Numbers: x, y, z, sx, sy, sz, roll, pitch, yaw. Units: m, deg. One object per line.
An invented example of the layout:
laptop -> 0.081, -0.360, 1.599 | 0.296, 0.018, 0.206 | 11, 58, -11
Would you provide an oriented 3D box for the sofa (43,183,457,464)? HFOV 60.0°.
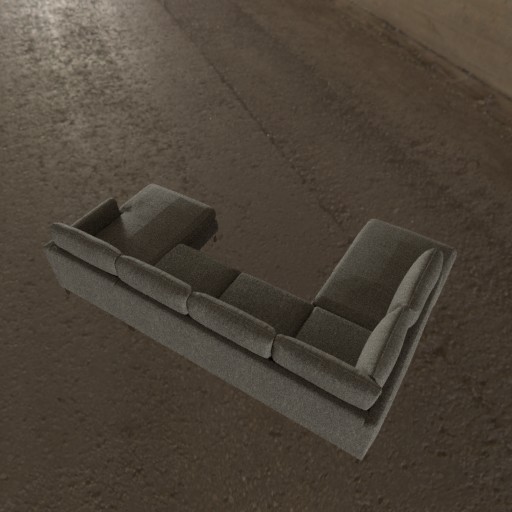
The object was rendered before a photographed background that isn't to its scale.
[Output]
sofa -> 0.000, 0.000, 3.556 | 2.737, 0.756, 1.879 | 24, 50, 22
